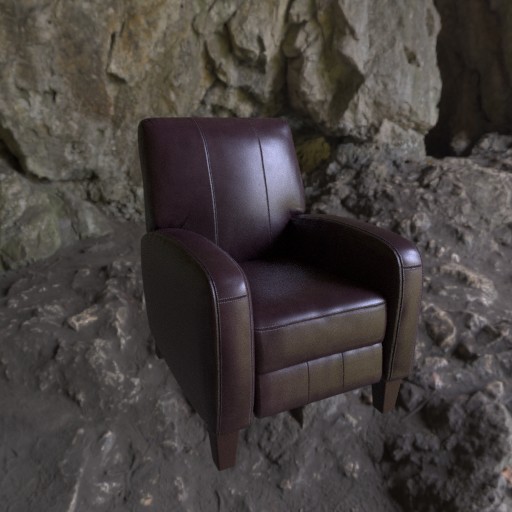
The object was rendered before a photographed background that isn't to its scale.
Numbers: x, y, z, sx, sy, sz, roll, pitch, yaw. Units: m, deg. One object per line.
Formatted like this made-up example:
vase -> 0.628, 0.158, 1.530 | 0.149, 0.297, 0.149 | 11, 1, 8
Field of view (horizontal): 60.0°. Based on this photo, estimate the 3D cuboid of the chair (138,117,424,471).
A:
chair -> 0.000, 0.000, 1.648 | 0.762, 0.990, 0.990 | -8, 19, -25
